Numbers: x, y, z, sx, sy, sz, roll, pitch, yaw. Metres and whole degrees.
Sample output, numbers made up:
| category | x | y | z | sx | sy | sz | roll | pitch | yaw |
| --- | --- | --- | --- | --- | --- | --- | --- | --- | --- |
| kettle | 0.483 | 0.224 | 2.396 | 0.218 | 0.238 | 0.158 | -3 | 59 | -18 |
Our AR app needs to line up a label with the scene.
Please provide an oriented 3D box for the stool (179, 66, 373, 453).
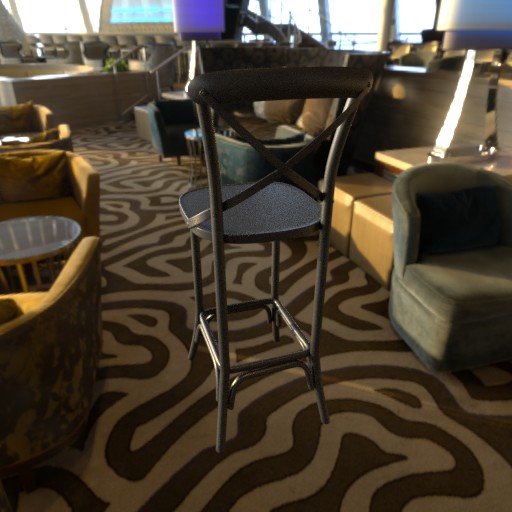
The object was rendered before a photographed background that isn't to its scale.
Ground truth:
| category | x | y | z | sx | sy | sz | roll | pitch | yaw |
| --- | --- | --- | --- | --- | --- | --- | --- | --- | --- |
| stool | 0.000 | 0.000 | 1.445 | 0.457 | 1.168 | 0.584 | -9 | 28 | -16 |
